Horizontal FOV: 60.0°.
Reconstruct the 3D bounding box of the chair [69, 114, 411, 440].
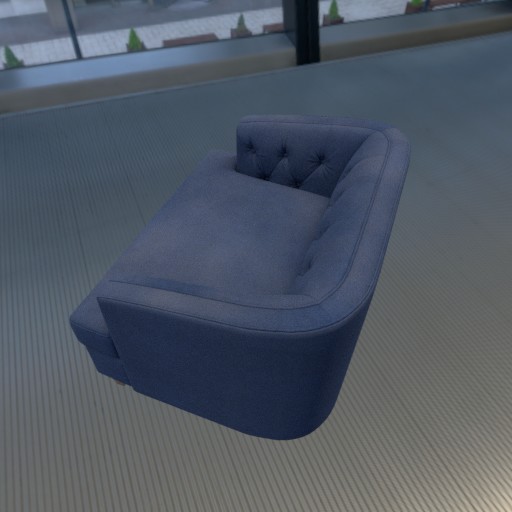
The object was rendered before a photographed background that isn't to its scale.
[{"bbox_3d":[0.000,0.000,1.720,0.914,0.787,1.118,16,48,15],"label":"chair"}]
